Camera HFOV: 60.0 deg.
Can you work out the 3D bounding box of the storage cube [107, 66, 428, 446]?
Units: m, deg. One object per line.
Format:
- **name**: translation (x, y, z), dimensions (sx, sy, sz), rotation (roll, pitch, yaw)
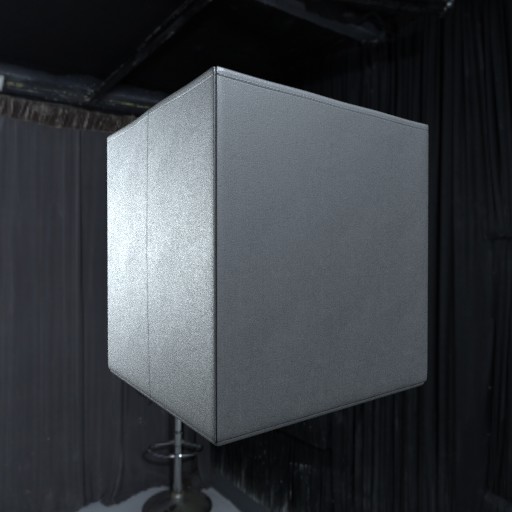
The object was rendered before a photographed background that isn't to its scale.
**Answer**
- **storage cube**: translation (0.000, 0.000, 0.506), dimensions (0.270, 0.280, 0.270), rotation (-1, 1, -36)
